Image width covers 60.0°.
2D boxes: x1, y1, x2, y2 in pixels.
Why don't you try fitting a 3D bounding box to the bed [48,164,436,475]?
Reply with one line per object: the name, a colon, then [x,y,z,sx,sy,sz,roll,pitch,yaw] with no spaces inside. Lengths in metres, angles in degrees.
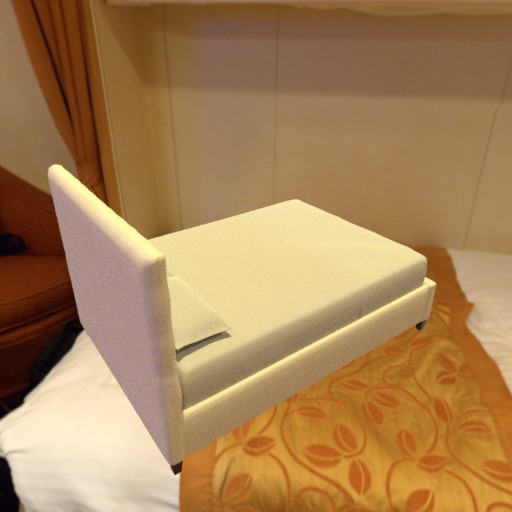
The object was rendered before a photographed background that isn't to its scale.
bed: [0.000,0.000,3.398,2.387,1.427,1.698,-19,33,-31]
